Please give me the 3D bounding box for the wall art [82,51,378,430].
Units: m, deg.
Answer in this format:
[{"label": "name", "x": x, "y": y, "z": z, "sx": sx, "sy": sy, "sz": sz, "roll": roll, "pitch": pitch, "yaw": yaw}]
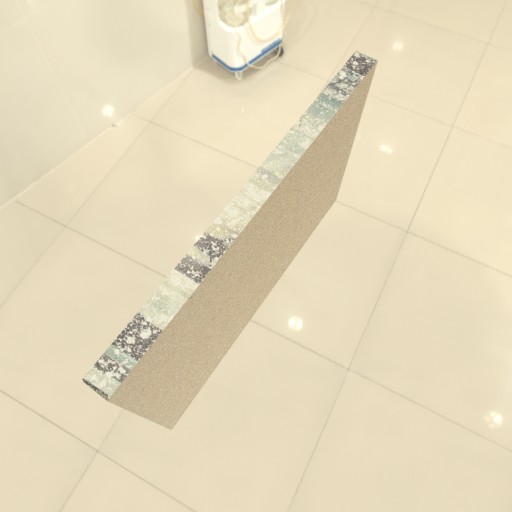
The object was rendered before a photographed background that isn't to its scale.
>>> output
[{"label": "wall art", "x": 0.000, "y": 0.000, "z": 0.765, "sx": 0.042, "sy": 0.398, "sz": 0.618, "roll": 32, "pitch": 68, "yaw": 14}]
